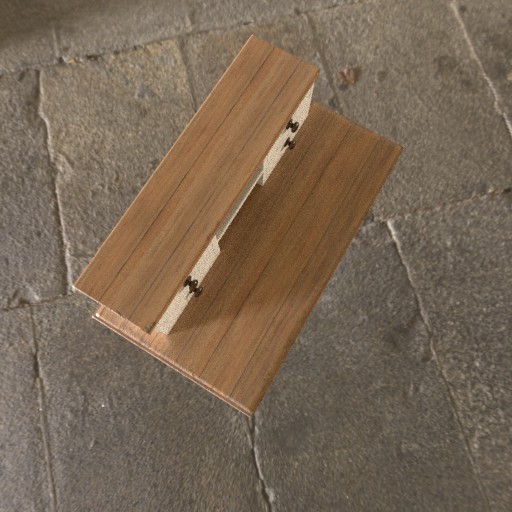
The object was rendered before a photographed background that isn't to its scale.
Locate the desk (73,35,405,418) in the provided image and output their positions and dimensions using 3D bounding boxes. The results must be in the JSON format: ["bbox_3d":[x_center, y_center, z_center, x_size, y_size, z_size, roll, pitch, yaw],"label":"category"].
[{"bbox_3d":[0.000,0.000,1.435,0.462,0.981,0.814,30,77,7],"label":"desk"}]
